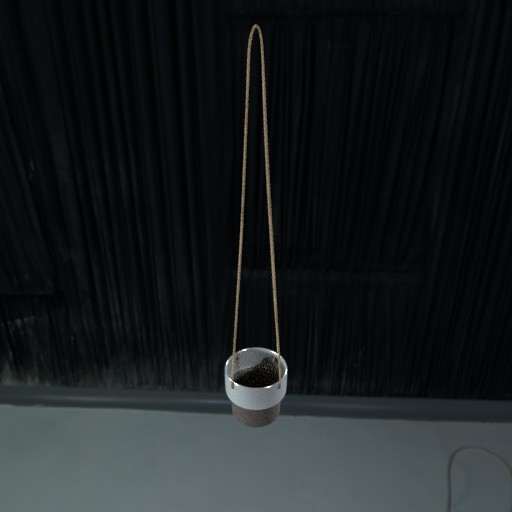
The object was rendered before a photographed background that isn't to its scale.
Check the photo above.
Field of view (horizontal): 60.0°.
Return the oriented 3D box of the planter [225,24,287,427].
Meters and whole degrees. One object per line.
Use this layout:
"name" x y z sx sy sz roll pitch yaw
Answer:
"planter" 0.000 0.000 1.159 0.187 1.073 0.187 0 26 0
